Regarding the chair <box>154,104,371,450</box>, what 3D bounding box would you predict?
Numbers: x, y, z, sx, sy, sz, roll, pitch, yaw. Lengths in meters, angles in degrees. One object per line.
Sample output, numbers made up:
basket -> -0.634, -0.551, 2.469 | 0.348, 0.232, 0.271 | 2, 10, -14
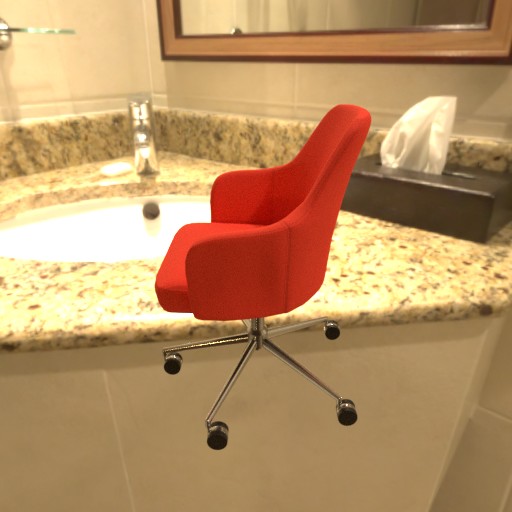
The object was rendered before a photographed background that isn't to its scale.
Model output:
chair -> 0.000, 0.000, 1.283 | 0.600, 0.820, 0.655 | 0, 25, 1
